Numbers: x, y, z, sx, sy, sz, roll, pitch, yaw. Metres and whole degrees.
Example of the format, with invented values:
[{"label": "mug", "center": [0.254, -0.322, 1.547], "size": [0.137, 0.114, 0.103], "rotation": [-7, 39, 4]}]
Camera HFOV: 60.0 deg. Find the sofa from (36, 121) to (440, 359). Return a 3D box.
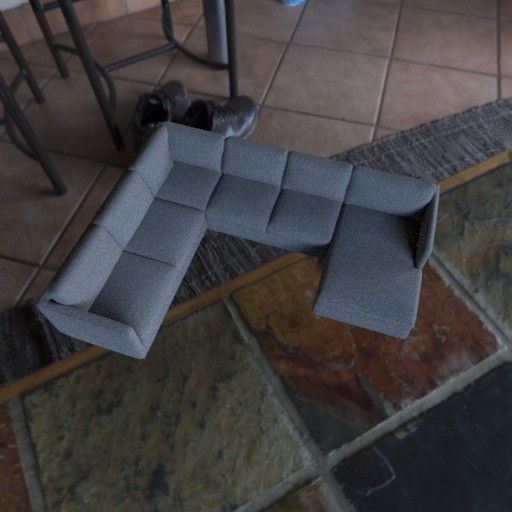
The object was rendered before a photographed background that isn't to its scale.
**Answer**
[{"label": "sofa", "center": [0.000, 0.000, 4.431], "size": [3.238, 0.853, 2.551], "rotation": [15, 58, 10]}]
